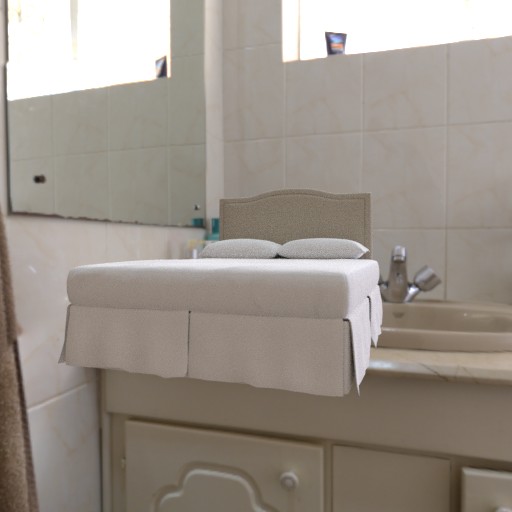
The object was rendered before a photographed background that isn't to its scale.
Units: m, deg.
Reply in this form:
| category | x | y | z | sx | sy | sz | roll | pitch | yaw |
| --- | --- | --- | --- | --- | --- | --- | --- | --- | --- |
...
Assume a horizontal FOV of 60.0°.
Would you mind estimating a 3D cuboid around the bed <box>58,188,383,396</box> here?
| category | x | y | z | sx | sy | sz | roll | pitch | yaw |
| --- | --- | --- | --- | --- | --- | --- | --- | --- | --- |
| bed | 0.000 | 0.000 | 3.740 | 1.977 | 1.437 | 2.477 | 0 | 1 | 19 |
